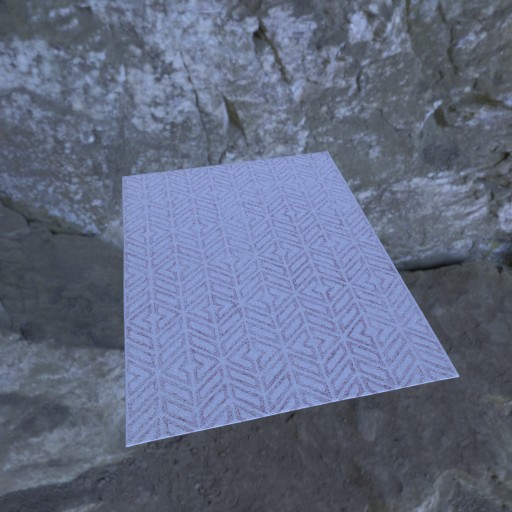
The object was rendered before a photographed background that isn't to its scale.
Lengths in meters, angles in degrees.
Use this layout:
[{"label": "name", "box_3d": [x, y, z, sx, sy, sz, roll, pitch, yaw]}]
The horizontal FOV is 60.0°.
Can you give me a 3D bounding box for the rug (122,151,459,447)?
[{"label": "rug", "box_3d": [0.000, 0.000, 4.129, 2.421, 0.008, 3.045, -9, 47, -8]}]
